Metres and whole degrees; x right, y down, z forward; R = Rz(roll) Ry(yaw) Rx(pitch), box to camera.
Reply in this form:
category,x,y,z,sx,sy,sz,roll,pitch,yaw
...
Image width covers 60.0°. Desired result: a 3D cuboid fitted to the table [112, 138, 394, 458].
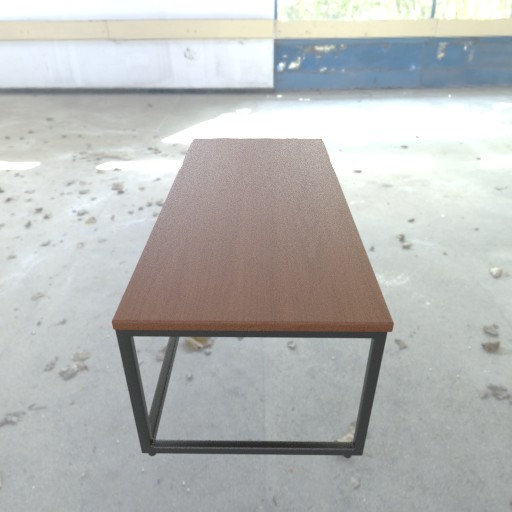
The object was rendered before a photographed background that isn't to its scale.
category,x,y,z,sx,sy,sz,roll,pitch,yaw
table,0.000,0.000,1.355,0.500,0.400,1.100,0,32,1
